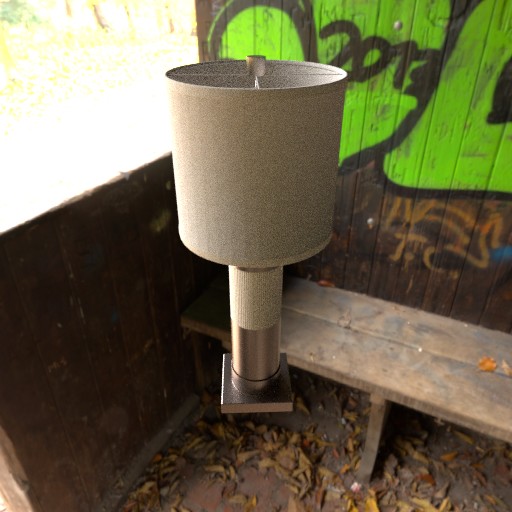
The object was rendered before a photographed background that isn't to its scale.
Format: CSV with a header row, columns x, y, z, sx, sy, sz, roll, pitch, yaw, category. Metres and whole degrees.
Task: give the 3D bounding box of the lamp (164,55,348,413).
x,y,z,sx,sy,sz,roll,pitch,yaw,category
0.000,0.000,0.616,0.202,0.509,0.202,-1,31,-2,lamp
